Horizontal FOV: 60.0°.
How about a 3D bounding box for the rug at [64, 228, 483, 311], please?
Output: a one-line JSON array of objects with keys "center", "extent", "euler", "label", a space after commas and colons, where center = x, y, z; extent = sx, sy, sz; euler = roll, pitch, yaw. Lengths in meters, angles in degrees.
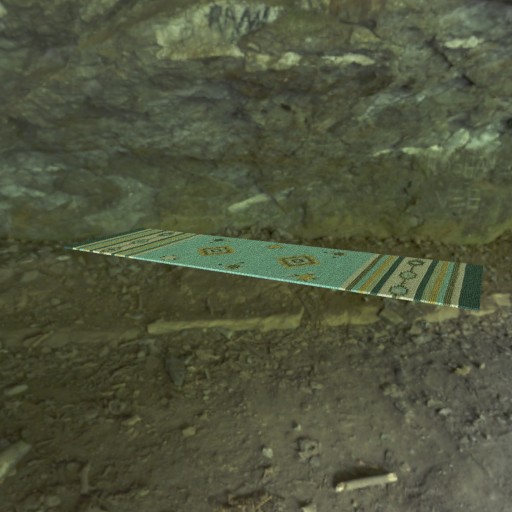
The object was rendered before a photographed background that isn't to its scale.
[{"center": [0.000, 0.000, 2.672], "extent": [2.441, 0.010, 0.744], "euler": [7, 16, 27], "label": "rug"}]
